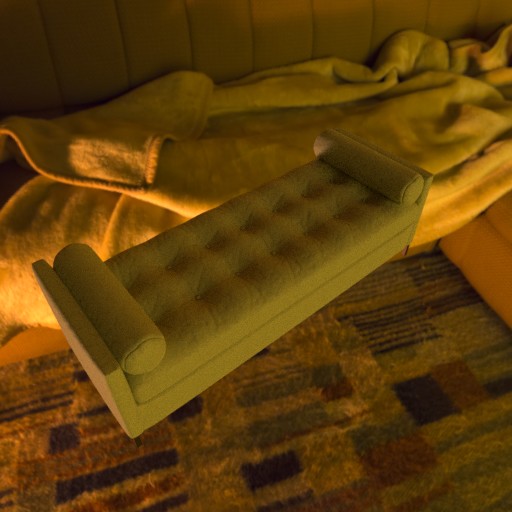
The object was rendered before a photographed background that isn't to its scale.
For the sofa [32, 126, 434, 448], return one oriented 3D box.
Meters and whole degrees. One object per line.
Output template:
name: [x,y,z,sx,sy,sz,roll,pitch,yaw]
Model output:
sofa: [0.000,0.000,2.512,2.102,0.705,0.796,-30,51,-27]
